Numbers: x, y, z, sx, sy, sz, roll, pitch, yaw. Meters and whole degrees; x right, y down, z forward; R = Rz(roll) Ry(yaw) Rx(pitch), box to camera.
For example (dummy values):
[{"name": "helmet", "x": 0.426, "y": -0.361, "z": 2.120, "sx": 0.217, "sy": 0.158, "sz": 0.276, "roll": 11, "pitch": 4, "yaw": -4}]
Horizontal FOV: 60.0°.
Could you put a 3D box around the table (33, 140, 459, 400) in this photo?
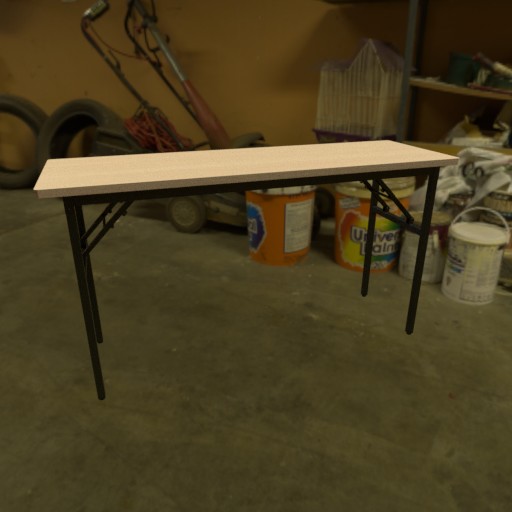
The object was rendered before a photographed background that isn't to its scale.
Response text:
[{"name": "table", "x": 0.000, "y": 0.000, "z": 1.719, "sx": 1.397, "sy": 0.750, "sz": 0.447, "roll": -8, "pitch": 24, "yaw": -17}]
